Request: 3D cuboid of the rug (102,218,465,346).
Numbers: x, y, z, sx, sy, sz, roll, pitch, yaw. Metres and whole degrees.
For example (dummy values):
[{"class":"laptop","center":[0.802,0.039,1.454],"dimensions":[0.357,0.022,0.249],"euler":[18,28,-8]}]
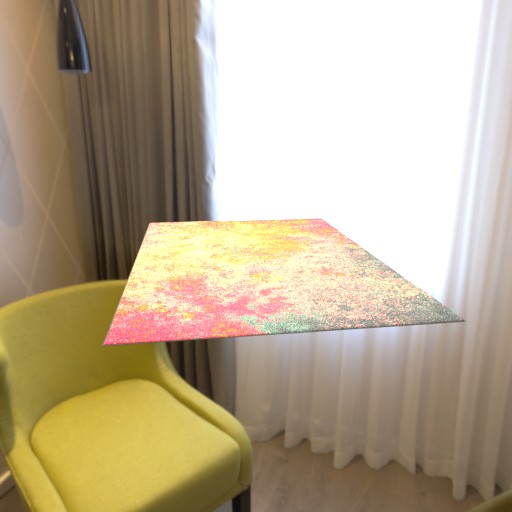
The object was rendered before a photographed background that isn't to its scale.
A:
[{"class":"rug","center":[0.000,0.000,3.760],"dimensions":[2.007,0.013,2.896],"euler":[-2,17,-8]}]
